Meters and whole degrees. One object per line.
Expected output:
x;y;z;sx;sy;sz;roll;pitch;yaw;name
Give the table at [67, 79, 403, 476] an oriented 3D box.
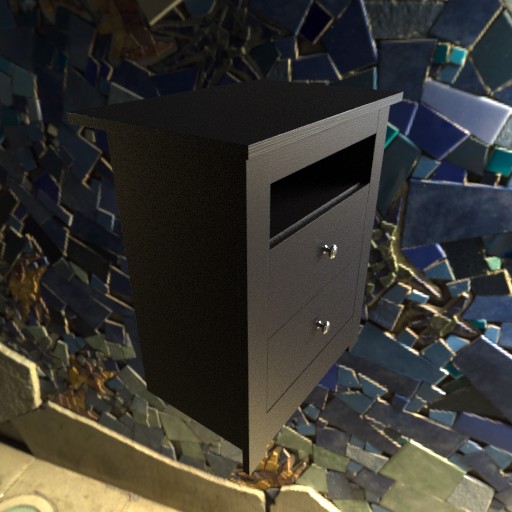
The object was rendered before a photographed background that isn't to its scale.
0.000;0.000;1.063;0.408;0.711;0.589;19;34;31;table
